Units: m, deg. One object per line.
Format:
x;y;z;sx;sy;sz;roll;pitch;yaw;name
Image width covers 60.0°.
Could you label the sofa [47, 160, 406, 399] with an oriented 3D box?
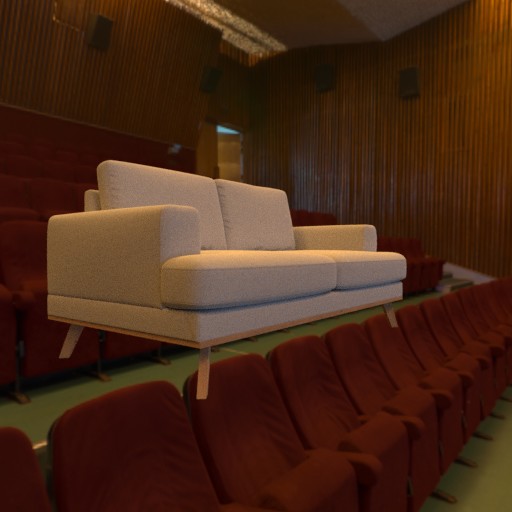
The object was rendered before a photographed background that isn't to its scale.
0.000;0.000;2.147;0.915;0.810;1.651;1;1;38;sofa
